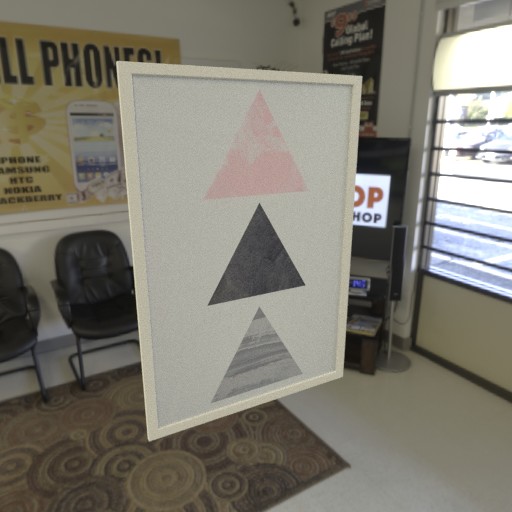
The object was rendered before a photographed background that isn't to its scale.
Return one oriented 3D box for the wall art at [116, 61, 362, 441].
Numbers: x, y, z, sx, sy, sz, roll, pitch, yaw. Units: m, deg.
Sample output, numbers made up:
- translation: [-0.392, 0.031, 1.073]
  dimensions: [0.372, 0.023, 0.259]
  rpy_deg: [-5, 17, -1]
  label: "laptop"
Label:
- translation: [0.000, 0.000, 1.208]
  dimensions: [0.659, 0.940, 0.013]
  rpy_deg: [-9, 19, -27]
  label: "wall art"
